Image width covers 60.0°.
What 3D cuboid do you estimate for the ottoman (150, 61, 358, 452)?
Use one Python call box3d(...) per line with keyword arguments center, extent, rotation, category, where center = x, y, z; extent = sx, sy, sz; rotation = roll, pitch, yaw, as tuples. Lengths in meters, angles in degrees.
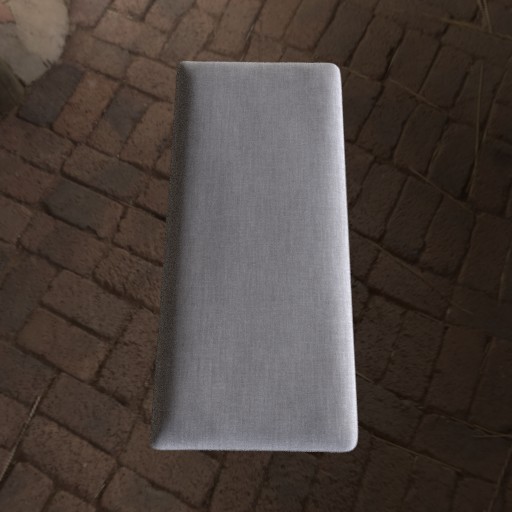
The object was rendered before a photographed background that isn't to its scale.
box3d(center=(0.000, 0.000, 1.142), extent=(0.419, 0.432, 0.902), rotation=(1, 74, 0), category="ottoman")
